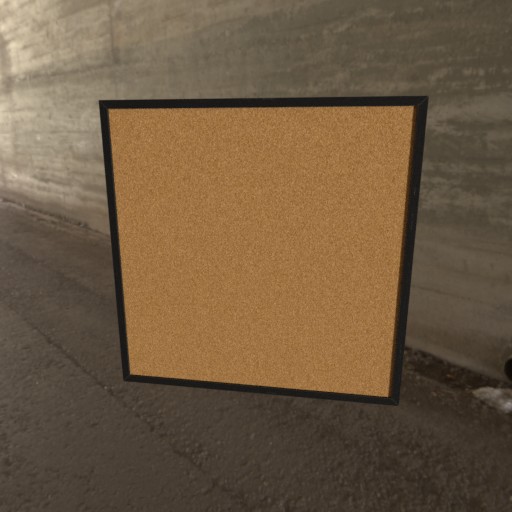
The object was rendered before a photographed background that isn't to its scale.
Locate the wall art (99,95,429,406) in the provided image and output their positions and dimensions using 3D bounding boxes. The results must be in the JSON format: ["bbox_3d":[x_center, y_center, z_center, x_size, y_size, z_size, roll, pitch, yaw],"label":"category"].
[{"bbox_3d":[0.000,0.000,0.755,0.506,0.506,0.036,2,15,9],"label":"wall art"}]
